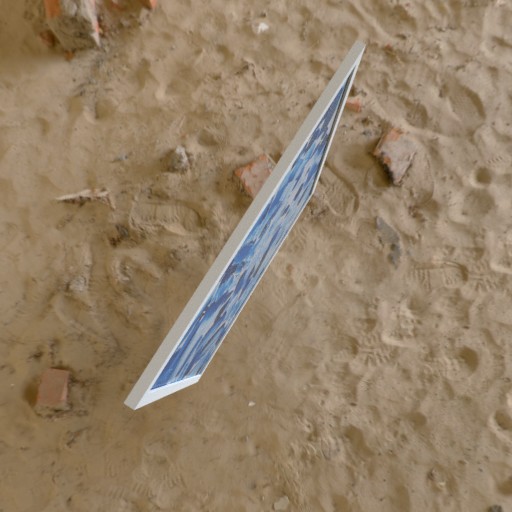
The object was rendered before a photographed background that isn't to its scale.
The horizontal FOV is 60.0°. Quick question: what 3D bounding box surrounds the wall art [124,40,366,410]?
[{"bbox_3d":[0.000,0.000,0.679,0.012,0.457,0.457,31,79,7],"label":"wall art"}]
